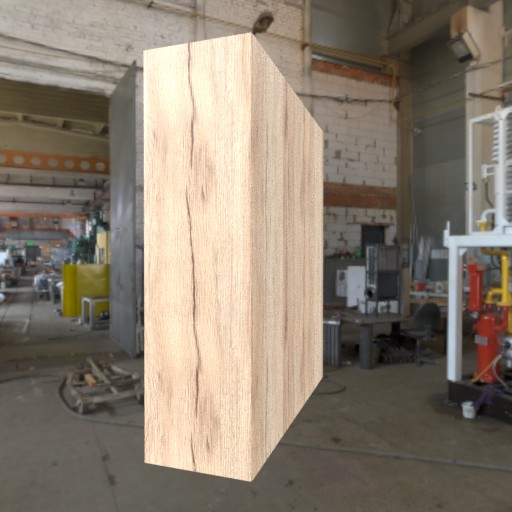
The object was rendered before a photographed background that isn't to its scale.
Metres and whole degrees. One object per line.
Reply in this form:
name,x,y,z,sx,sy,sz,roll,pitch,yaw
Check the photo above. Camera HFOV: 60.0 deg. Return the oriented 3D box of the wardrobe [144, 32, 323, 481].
wardrobe,0.000,0.000,2.988,0.580,2.070,1.810,0,1,19
